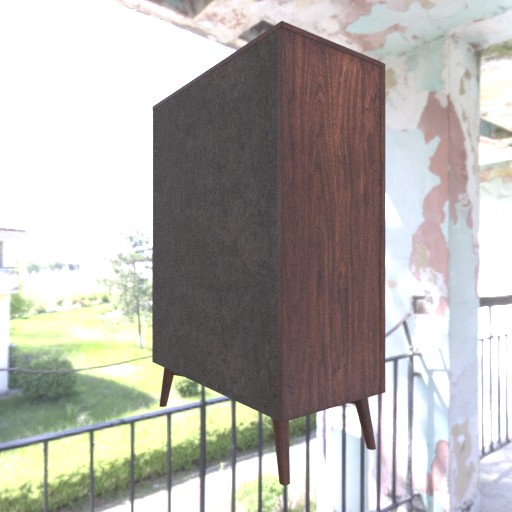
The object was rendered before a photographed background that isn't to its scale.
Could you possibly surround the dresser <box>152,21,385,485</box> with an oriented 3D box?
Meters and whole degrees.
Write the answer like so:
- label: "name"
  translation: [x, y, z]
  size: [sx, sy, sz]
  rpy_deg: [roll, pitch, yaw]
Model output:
- label: "dresser"
  translation: [0.000, 0.000, 1.803]
  size: [0.498, 1.365, 0.919]
  rpy_deg: [0, 0, -37]
